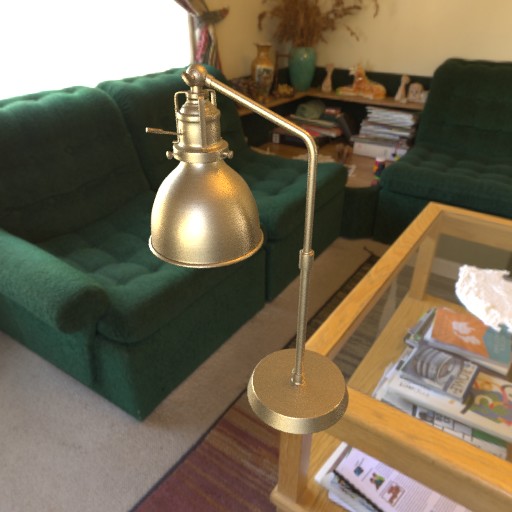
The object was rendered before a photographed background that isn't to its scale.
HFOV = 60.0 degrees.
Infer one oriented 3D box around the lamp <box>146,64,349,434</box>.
[{"bbox_3d":[0.000,0.000,0.575,0.286,0.456,0.153,9,32,15],"label":"lamp"}]
